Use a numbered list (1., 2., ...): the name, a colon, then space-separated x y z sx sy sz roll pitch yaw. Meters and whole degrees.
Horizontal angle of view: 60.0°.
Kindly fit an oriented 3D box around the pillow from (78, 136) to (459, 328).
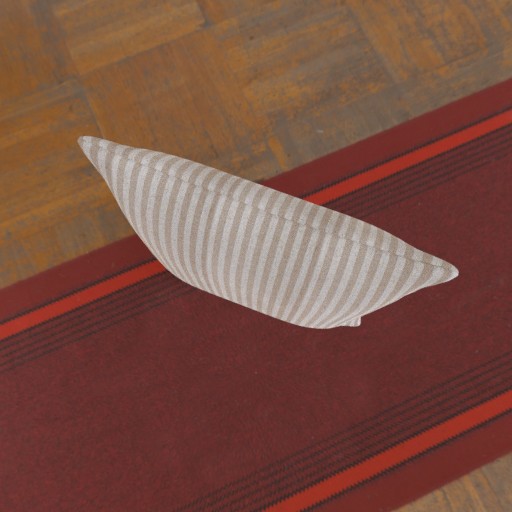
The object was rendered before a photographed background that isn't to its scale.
1. pillow: 0.000 0.000 0.804 0.523 0.510 0.166 20 76 5
